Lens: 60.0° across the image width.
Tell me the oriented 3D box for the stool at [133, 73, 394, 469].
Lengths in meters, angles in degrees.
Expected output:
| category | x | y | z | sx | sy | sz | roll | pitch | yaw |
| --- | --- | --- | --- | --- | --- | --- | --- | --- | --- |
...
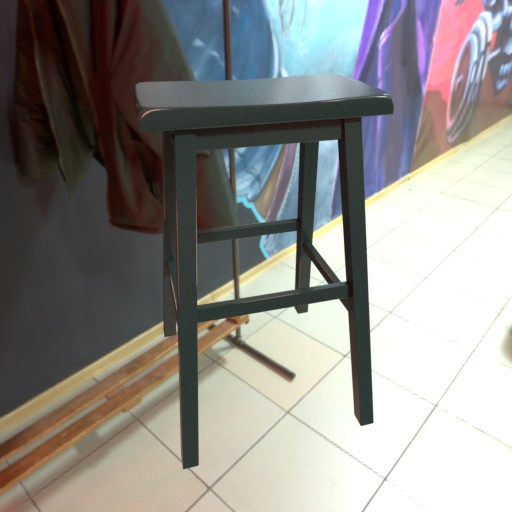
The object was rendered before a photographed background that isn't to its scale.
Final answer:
| category | x | y | z | sx | sy | sz | roll | pitch | yaw |
| --- | --- | --- | --- | --- | --- | --- | --- | --- | --- |
| stool | 0.000 | 0.000 | 1.020 | 0.457 | 0.737 | 0.476 | -8 | 32 | -13 |
